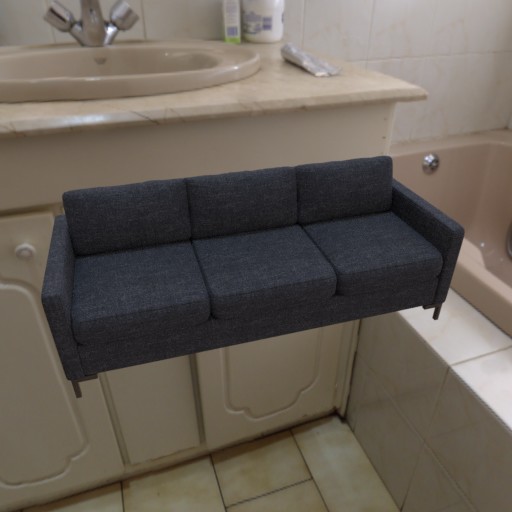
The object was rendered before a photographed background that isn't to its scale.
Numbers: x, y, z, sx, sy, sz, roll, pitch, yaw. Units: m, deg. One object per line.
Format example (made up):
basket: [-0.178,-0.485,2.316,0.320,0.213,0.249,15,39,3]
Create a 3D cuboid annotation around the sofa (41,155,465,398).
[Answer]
sofa: [0.000,0.000,2.646,2.218,0.874,0.859,-9,34,-14]
